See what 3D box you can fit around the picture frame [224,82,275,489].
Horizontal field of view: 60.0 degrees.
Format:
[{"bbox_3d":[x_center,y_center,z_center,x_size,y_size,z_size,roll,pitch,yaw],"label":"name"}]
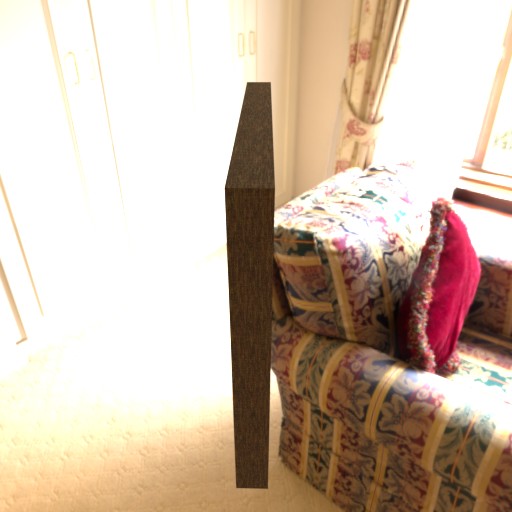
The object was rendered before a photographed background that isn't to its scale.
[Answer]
[{"bbox_3d":[0.000,0.000,0.532,0.033,0.330,0.378,1,31,1],"label":"picture frame"}]
